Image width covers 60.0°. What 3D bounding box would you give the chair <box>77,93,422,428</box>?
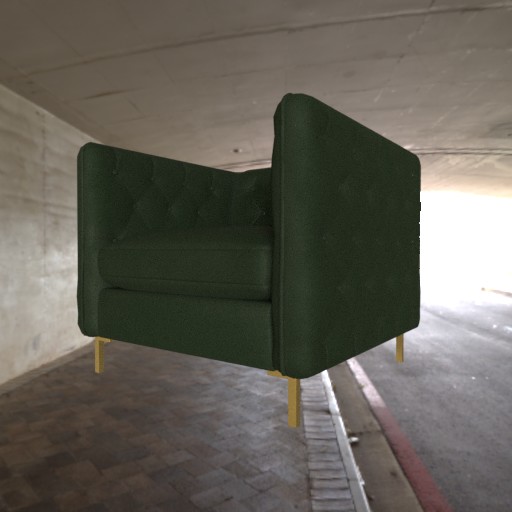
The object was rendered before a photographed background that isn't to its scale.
[{"bbox_3d":[0.000,0.000,1.533,0.917,0.768,0.855,1,1,36],"label":"chair"}]
